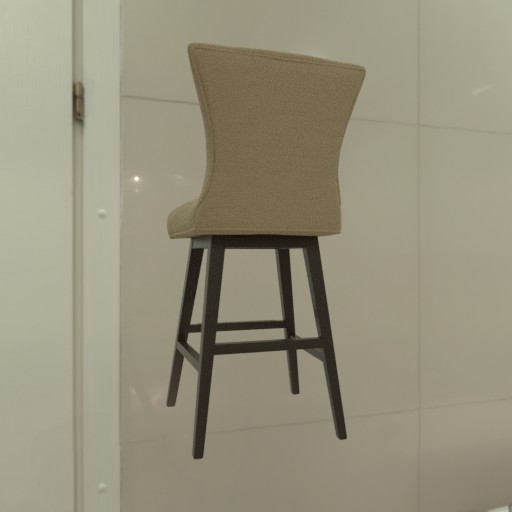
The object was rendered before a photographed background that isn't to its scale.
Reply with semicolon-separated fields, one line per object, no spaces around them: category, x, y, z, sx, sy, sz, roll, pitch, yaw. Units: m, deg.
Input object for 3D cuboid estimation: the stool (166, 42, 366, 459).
stool;0.000;0.000;1.416;0.514;1.086;0.574;0;0;-17
